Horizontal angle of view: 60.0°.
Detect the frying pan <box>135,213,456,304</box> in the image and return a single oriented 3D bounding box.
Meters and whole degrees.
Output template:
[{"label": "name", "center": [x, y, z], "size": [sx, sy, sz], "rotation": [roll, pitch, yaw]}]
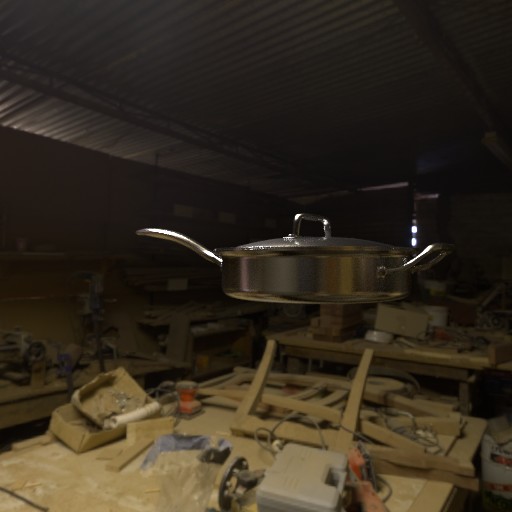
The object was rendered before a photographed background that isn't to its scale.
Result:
[{"label": "frying pan", "center": [0.000, 0.000, 0.683], "size": [0.561, 0.114, 0.280], "rotation": [0, -1, 36]}]
